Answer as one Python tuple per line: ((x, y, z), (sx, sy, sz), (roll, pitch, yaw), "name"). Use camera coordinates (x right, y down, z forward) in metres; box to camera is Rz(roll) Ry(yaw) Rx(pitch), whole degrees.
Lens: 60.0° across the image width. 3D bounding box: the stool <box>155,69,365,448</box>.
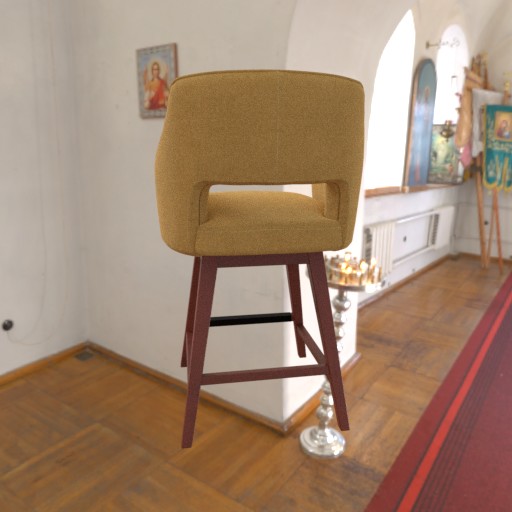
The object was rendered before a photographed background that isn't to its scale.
((0.000, 0.000, 1.278), (0.548, 0.924, 0.558), (-2, 14, -9), "stool")
